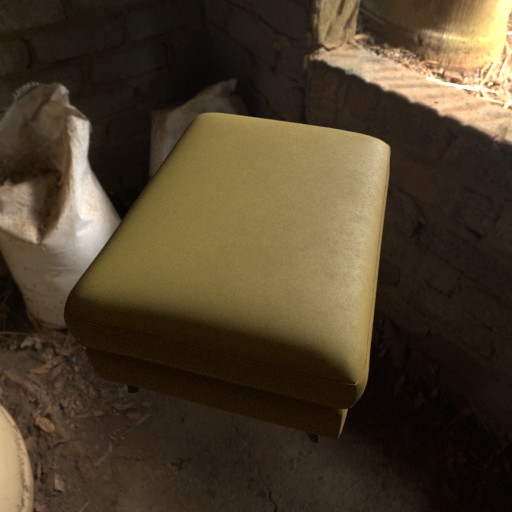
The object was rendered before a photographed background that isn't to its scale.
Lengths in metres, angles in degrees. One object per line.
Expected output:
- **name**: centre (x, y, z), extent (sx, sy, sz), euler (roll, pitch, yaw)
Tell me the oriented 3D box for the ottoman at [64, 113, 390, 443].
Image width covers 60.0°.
- **ottoman**: centre (0.000, 0.000, 1.172), extent (0.608, 0.449, 0.811), euler (11, 48, 10)
